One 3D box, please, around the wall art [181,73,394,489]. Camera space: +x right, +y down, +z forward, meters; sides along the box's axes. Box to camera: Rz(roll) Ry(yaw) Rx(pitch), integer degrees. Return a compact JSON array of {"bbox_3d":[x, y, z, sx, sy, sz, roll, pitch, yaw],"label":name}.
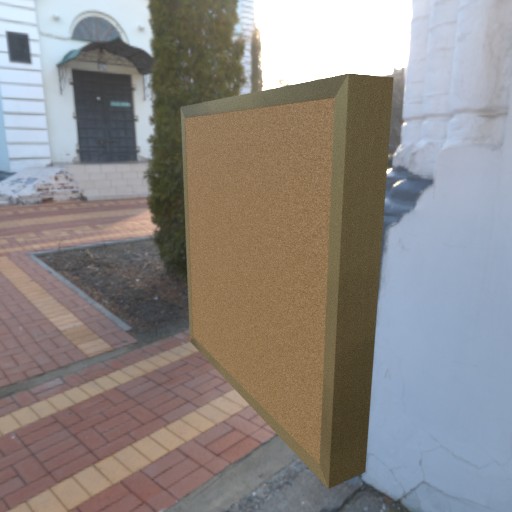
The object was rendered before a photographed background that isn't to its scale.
[{"bbox_3d":[0.000,0.000,0.448,0.038,0.305,0.304,-8,16,-28],"label":"wall art"}]
